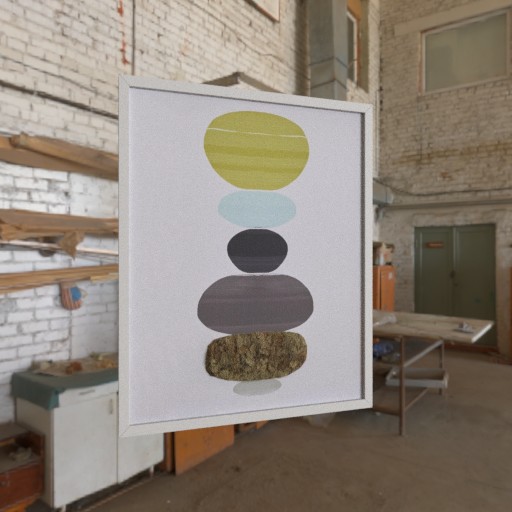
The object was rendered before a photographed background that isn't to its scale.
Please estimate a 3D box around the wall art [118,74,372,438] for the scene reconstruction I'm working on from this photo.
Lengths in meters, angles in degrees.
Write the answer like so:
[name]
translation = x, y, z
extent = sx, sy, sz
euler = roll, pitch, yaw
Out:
[wall art]
translation = 0.000, 0.000, 1.032
extent = 0.611, 0.763, 0.055
euler = 0, 0, -18
